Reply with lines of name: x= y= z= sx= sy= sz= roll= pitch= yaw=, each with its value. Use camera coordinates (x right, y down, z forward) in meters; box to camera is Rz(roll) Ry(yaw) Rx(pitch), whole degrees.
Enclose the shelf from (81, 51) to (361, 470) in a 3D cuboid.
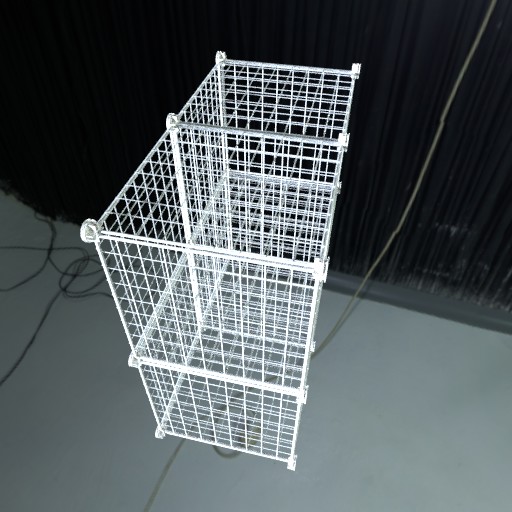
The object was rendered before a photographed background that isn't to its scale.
shelf: x=0.000 y=0.000 z=1.100 sx=0.356 sy=0.711 sz=0.711 roll=9 pitch=45 yaw=9
